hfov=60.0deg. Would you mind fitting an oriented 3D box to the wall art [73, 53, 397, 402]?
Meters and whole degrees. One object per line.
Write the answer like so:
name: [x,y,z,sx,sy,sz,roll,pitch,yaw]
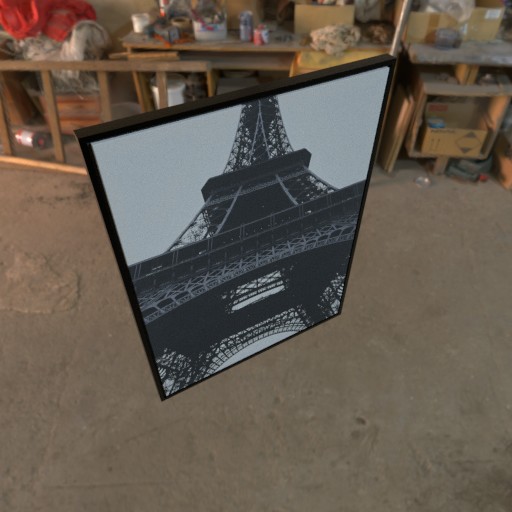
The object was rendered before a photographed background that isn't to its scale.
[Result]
wall art: [0.000,0.000,1.376,0.805,1.062,0.040,-22,49,-20]
